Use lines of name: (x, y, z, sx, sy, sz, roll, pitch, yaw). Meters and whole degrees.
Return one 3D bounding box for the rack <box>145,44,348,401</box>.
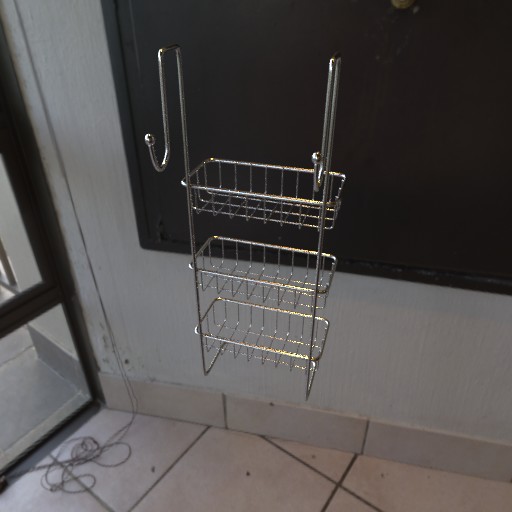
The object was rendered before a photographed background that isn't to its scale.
rack: (0.000, 0.000, 0.664, 0.228, 0.574, 0.202, 10, 34, 15)
